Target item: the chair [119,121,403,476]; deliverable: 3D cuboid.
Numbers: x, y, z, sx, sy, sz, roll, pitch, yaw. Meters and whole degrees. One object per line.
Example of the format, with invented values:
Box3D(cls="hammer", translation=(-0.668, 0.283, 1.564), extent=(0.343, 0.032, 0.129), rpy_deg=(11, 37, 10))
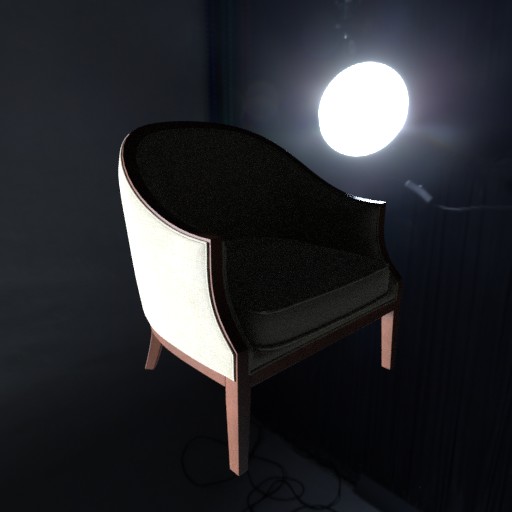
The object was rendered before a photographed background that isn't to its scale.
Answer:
Box3D(cls="chair", translation=(0.000, 0.000, 1.487), extent=(0.803, 0.876, 0.735), rpy_deg=(-15, 22, -42))
